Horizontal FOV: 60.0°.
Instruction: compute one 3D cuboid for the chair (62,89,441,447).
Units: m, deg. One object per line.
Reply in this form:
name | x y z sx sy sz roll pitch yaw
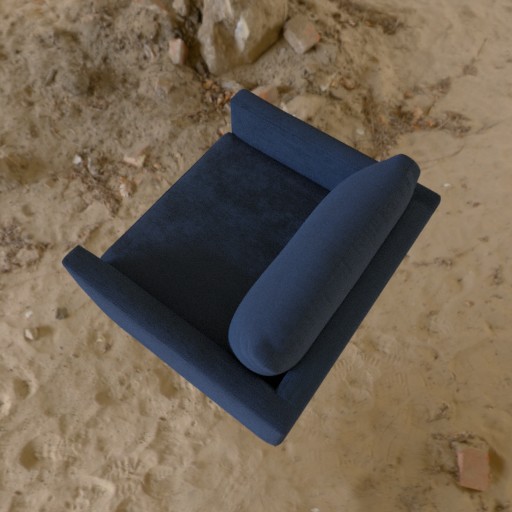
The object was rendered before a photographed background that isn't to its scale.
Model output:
chair | 0.000 0.000 1.615 0.875 0.812 0.964 33 68 16
